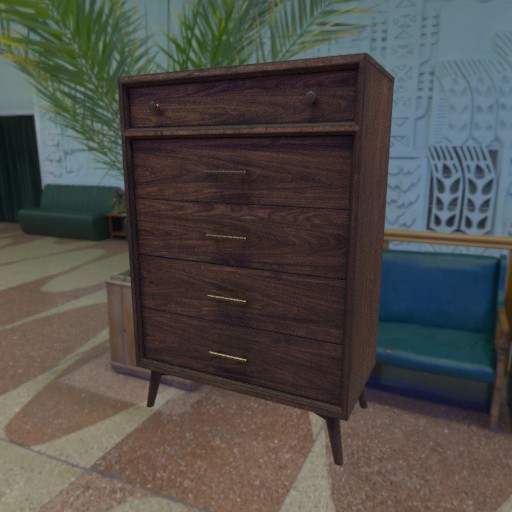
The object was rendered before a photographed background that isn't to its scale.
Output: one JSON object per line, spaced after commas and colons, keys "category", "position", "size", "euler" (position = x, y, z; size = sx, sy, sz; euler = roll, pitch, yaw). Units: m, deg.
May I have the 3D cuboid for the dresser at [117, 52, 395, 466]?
{"category": "dresser", "position": [0.000, 0.000, 1.799], "size": [0.919, 1.365, 0.498], "euler": [6, 14, 25]}
